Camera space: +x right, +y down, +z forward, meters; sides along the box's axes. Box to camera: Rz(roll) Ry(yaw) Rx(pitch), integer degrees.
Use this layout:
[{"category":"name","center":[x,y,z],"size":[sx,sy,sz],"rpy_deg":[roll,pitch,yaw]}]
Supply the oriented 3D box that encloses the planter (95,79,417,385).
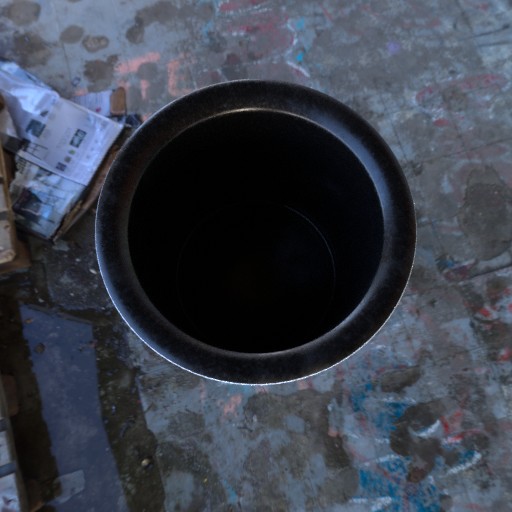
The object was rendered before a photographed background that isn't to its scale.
[{"category":"planter","center":[0.000,0.000,0.290],"size":[0.160,0.156,0.160],"rpy_deg":[0,76,0]}]
